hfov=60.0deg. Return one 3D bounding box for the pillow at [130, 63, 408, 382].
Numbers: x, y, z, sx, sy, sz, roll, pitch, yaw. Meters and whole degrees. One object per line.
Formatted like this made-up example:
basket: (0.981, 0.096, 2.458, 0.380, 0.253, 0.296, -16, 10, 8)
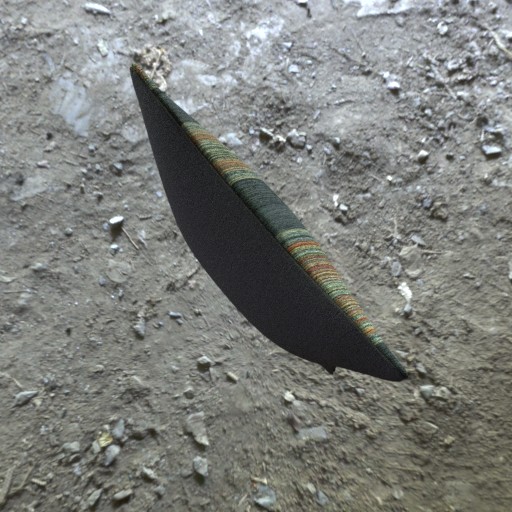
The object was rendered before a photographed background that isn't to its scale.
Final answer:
pillow: (0.000, 0.000, 0.640, 0.136, 0.419, 0.437, -39, 79, -9)
